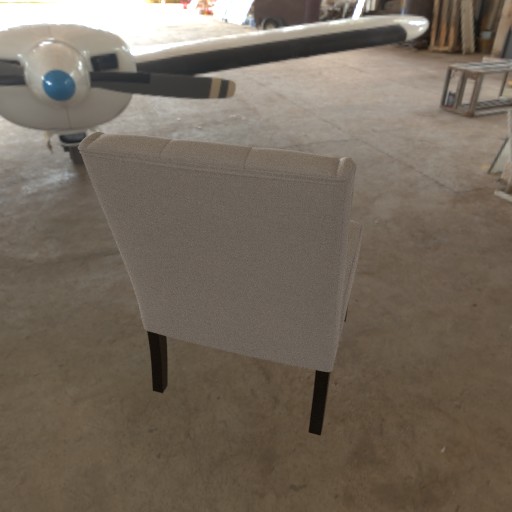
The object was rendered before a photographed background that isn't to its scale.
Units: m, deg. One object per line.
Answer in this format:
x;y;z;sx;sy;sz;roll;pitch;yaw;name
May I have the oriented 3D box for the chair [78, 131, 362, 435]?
0.000;0.000;1.310;0.569;0.853;0.676;10;33;15;chair
